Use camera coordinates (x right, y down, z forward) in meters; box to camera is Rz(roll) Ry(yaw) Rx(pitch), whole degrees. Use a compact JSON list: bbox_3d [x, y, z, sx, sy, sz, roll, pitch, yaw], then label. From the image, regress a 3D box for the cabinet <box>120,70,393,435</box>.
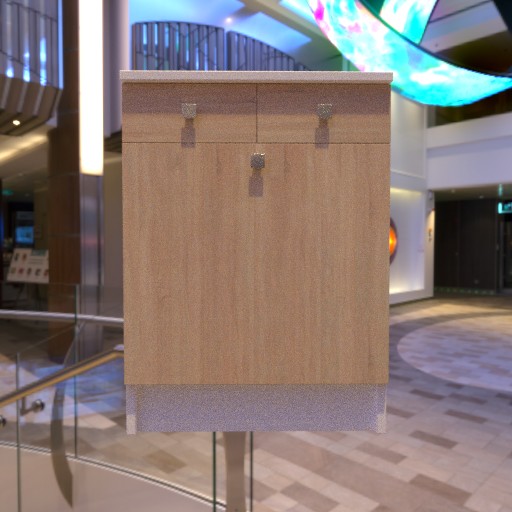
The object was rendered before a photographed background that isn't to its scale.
[{"bbox_3d":[0.000,0.000,1.126,0.600,0.815,0.296,0,2,-1],"label":"cabinet"}]
